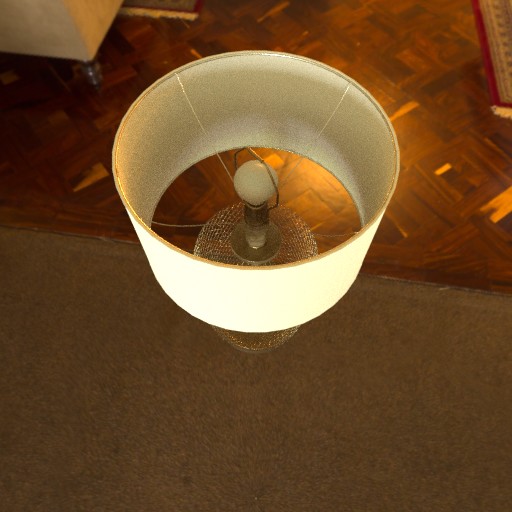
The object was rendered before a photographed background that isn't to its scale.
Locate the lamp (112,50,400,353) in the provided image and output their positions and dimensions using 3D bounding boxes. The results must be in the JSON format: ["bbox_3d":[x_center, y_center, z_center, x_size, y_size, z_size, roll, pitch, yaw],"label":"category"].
[{"bbox_3d":[0.000,0.000,0.801,0.353,0.578,0.353,0,61,0],"label":"lamp"}]
